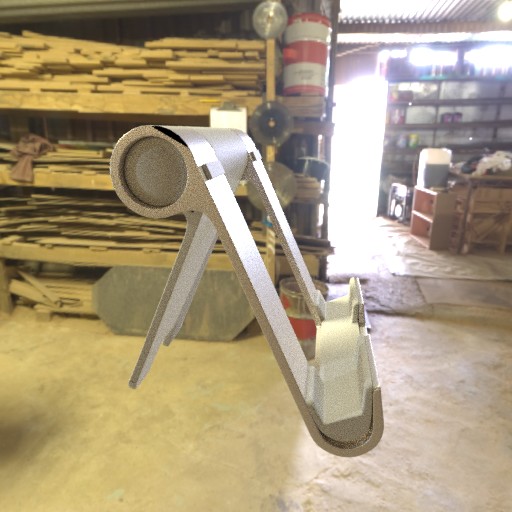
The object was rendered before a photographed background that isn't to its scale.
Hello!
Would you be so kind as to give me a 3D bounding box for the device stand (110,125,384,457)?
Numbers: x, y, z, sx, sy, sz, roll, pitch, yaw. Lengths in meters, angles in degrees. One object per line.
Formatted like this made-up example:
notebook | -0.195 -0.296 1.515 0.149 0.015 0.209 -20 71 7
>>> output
device stand | 0.000 0.000 0.150 0.079 0.084 0.086 2 16 9
